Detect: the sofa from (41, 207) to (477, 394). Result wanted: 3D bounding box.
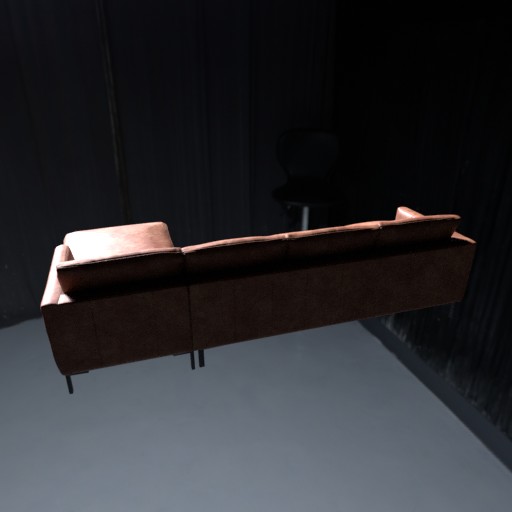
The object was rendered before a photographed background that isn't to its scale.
[{"bbox_3d":[0.000,0.000,3.583,2.993,0.859,1.471,-8,26,-16],"label":"sofa"}]
